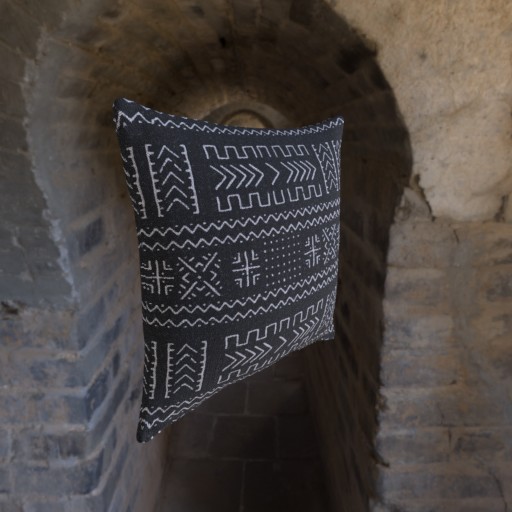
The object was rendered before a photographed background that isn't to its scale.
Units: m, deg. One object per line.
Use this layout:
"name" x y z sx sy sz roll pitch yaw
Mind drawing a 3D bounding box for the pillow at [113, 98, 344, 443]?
"pillow" 0.000 0.000 0.675 0.164 0.430 0.438 14 20 42
